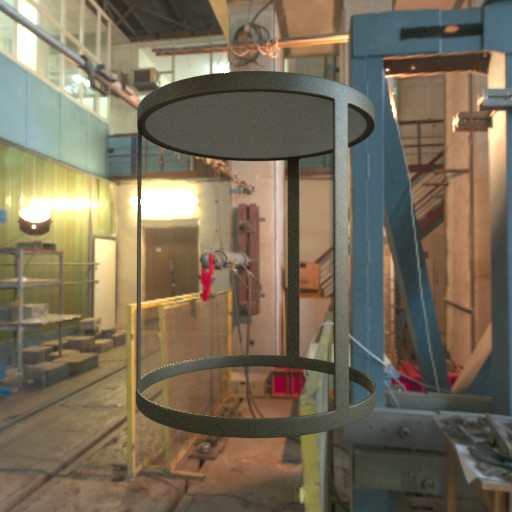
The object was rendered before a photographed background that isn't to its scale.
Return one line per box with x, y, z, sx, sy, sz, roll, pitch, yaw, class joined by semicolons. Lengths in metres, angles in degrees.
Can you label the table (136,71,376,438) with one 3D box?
0.000;0.000;0.921;0.480;0.565;0.480;0;-1;0;table
